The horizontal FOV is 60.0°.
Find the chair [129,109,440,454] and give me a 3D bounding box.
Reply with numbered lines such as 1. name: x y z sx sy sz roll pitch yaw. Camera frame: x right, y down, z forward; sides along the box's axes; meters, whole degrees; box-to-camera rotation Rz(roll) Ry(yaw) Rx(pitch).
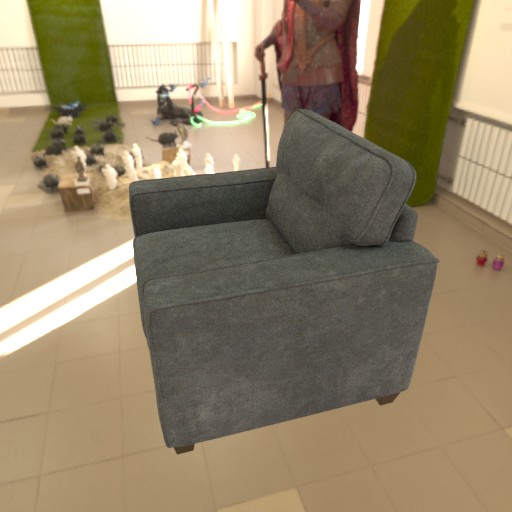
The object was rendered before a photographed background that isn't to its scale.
1. chair: 0.000 0.000 1.768 0.939 0.965 1.015 -8 31 -14
